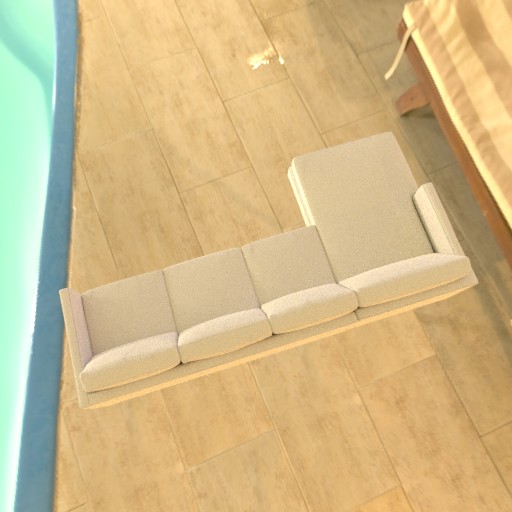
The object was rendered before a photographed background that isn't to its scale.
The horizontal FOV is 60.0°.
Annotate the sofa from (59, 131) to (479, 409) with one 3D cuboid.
[{"bbox_3d":[0.000,0.000,3.801,3.186,0.846,1.625,-16,74,-5],"label":"sofa"}]
